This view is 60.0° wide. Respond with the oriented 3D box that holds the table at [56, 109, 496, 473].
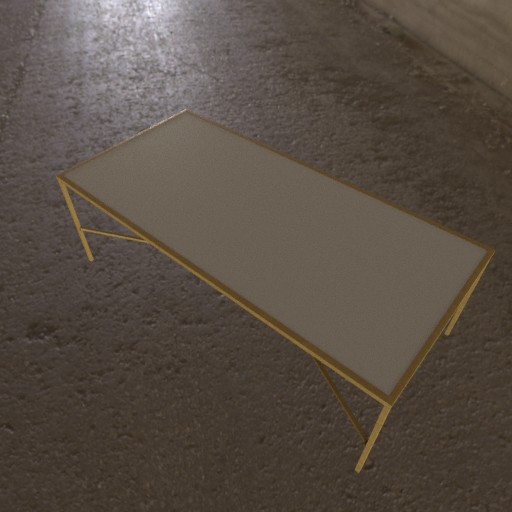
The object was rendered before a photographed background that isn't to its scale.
[{"bbox_3d":[0.000,0.000,1.457,1.206,0.398,0.580,31,54,27],"label":"table"}]
